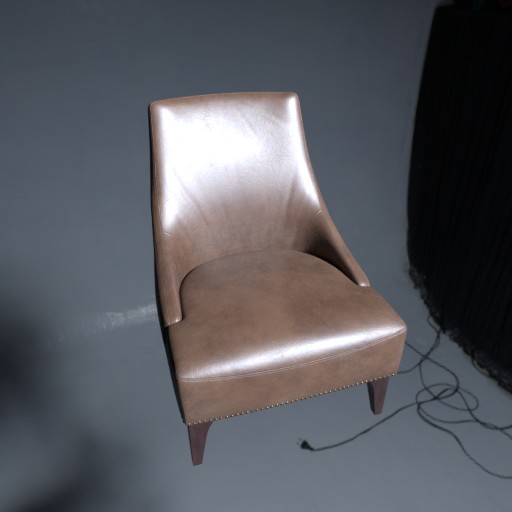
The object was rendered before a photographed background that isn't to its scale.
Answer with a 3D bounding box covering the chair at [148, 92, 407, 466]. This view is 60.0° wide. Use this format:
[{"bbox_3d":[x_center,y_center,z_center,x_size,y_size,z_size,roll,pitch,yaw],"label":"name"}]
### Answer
[{"bbox_3d":[0.000,0.000,1.504,0.701,0.909,0.861,-9,32,-15],"label":"chair"}]
